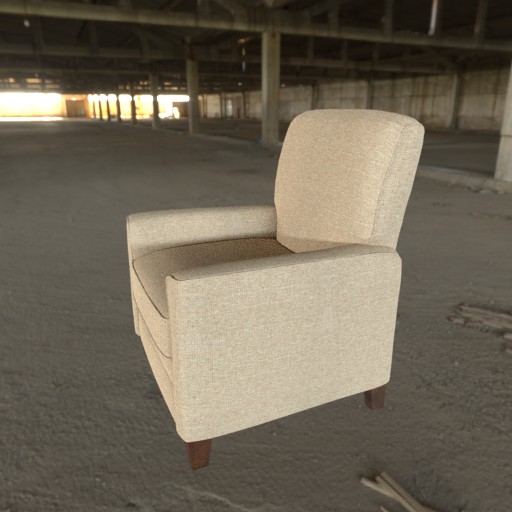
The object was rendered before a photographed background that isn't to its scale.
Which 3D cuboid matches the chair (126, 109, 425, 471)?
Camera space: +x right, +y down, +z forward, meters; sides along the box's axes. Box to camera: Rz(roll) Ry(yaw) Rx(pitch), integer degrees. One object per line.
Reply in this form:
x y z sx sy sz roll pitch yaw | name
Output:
0.000 0.000 1.637 0.858 1.028 0.841 -8 20 -23 | chair
